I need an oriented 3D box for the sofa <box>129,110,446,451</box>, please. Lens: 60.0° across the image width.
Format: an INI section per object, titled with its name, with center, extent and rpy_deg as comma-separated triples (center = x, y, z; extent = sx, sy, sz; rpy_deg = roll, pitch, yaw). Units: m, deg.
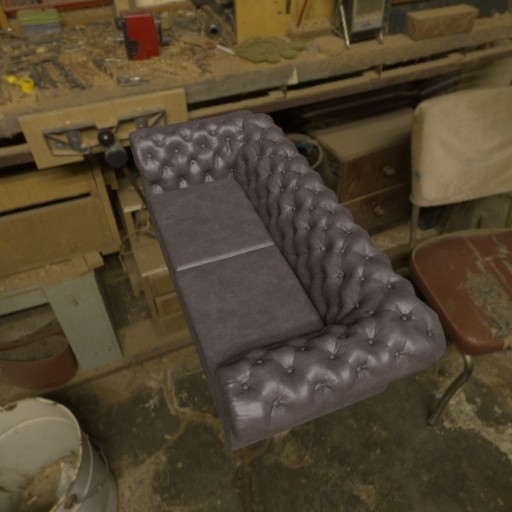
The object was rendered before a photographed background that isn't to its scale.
[sofa]
center = 0.000, 0.000, 2.466
extent = 0.944, 0.779, 2.048
rpy_deg = -16, 48, -15
